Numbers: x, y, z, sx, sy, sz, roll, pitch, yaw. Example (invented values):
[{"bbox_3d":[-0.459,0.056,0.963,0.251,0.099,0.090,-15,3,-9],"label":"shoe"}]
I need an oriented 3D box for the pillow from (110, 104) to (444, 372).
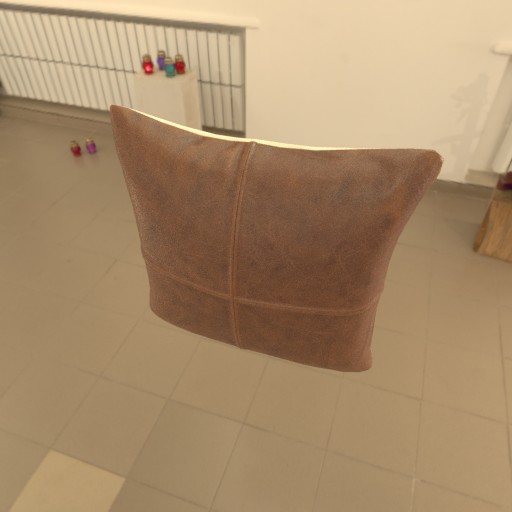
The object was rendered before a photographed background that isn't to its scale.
[{"bbox_3d":[0.000,0.000,0.747,0.484,0.470,0.192,13,44,14],"label":"pillow"}]
